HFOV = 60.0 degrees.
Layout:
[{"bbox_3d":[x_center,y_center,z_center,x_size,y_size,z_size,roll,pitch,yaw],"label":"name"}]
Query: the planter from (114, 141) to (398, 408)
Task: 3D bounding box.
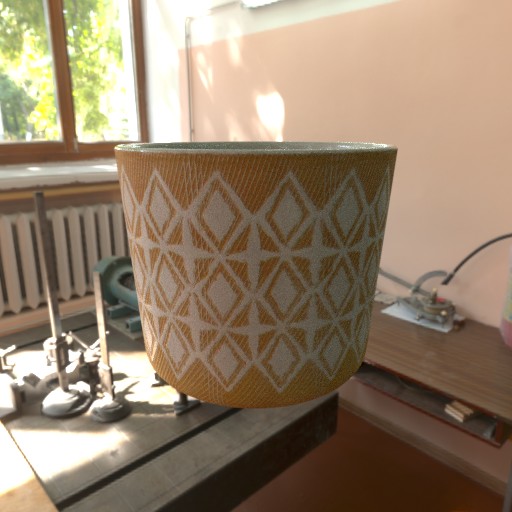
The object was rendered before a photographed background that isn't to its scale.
[{"bbox_3d":[0.000,0.000,0.337,0.193,0.165,0.193,0,16,0],"label":"planter"}]
